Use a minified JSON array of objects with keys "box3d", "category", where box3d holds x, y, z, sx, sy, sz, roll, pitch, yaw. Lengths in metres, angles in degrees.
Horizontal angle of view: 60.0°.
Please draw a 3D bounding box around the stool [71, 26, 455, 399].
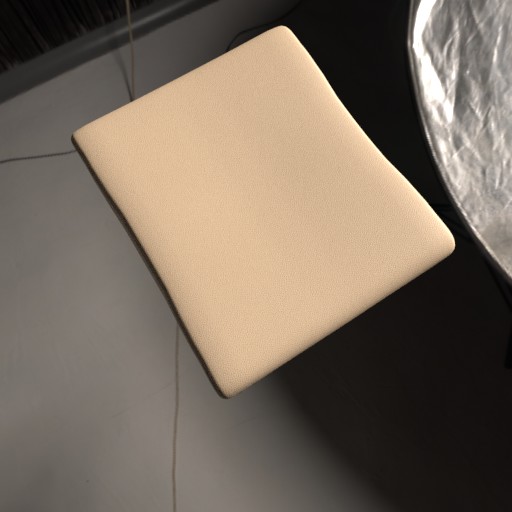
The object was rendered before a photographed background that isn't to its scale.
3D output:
[{"box3d":[0.000,0.000,1.008,0.401,0.762,0.471,-31,76,-8],"category":"stool"}]
